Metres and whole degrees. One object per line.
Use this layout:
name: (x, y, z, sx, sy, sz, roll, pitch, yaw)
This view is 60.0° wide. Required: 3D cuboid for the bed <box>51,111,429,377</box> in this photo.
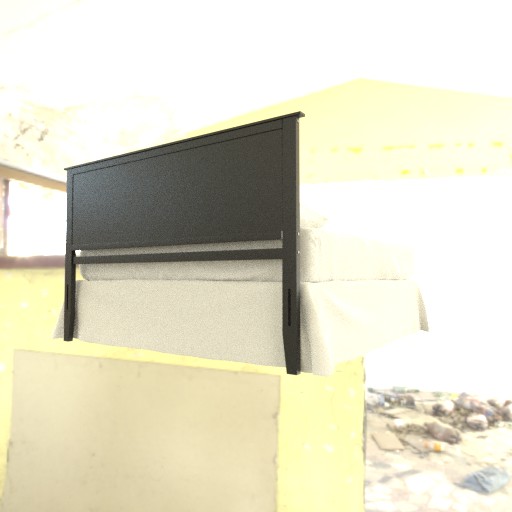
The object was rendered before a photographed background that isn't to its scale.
bed: (0.000, 0.000, 3.597, 2.315, 1.271, 2.219, -2, -3, 35)
